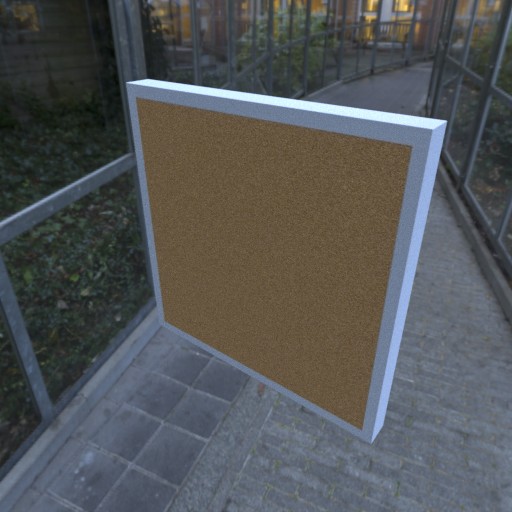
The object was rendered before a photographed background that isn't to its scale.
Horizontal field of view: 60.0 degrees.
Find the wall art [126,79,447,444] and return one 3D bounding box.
[{"bbox_3d":[0.000,0.000,0.596,0.406,0.406,0.038,21,36,32],"label":"wall art"}]
